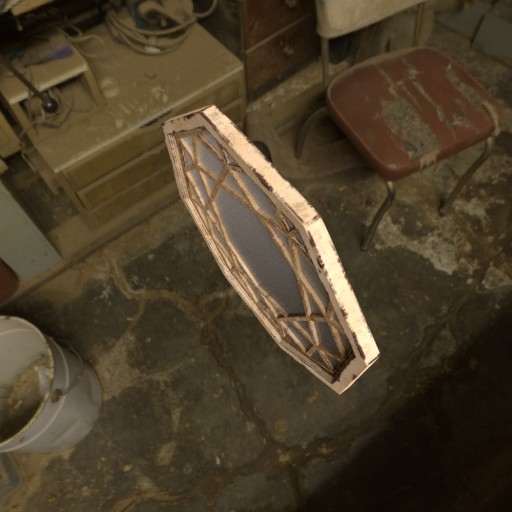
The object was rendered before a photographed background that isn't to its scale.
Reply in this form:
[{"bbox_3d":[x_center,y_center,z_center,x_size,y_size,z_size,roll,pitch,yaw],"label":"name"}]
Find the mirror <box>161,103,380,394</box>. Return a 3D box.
[{"bbox_3d":[0.000,0.000,0.962,0.031,0.648,0.648,-34,68,-16],"label":"mirror"}]
